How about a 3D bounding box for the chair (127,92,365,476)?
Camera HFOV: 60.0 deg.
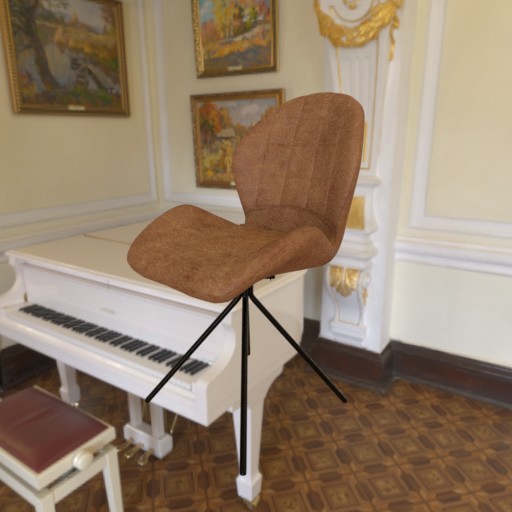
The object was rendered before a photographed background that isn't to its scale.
[{"bbox_3d":[0.000,0.000,1.285,0.640,0.929,0.527,-15,21,-43],"label":"chair"}]
